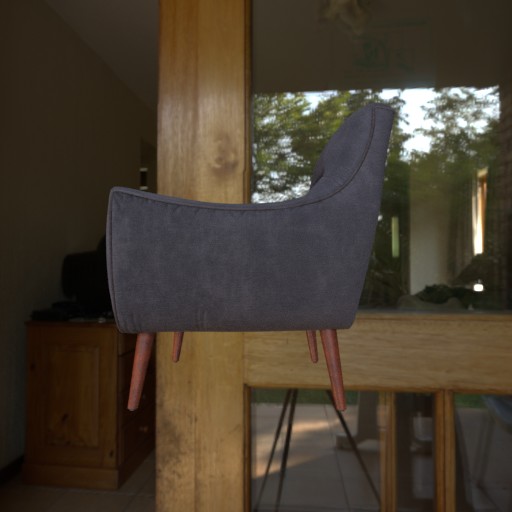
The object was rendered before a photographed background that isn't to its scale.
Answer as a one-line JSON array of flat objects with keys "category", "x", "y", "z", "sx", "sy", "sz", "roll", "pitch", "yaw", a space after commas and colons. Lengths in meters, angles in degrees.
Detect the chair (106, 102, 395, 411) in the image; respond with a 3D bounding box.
[{"category": "chair", "x": 0.000, "y": 0.000, "z": 1.487, "sx": 0.787, "sy": 0.838, "sz": 0.762, "roll": 0, "pitch": -1, "yaw": 1}]
